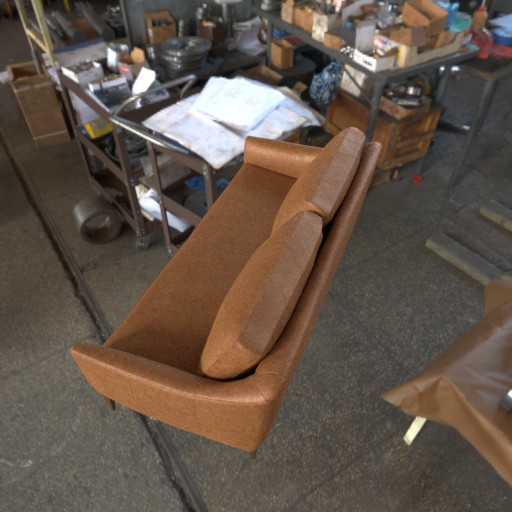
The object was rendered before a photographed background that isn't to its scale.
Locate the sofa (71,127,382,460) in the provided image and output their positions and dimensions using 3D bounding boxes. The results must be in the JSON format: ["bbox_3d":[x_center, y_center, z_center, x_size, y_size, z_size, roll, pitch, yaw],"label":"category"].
[{"bbox_3d":[0.000,0.000,2.590,0.981,0.945,2.036,17,48,16],"label":"sofa"}]
